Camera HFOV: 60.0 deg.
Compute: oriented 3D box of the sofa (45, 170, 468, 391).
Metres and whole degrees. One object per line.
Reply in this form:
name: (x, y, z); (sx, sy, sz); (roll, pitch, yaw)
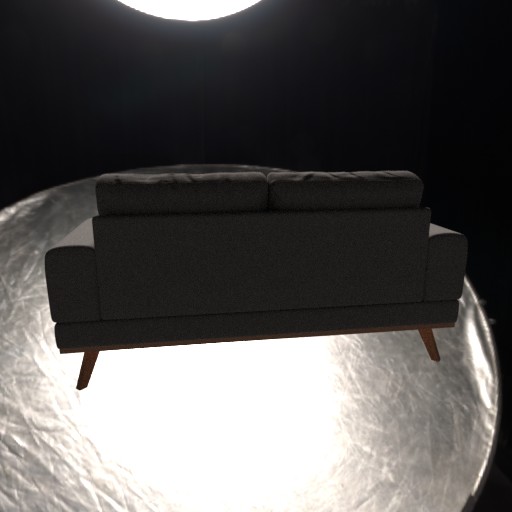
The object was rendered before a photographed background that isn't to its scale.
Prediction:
sofa: (0.000, 0.000, 2.069); (1.650, 0.810, 0.785); (-2, 15, -9)
